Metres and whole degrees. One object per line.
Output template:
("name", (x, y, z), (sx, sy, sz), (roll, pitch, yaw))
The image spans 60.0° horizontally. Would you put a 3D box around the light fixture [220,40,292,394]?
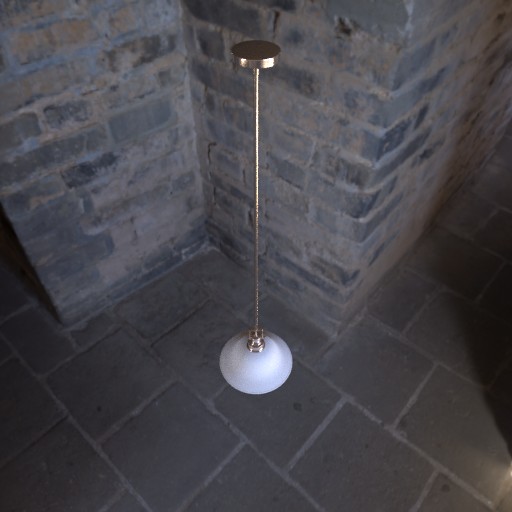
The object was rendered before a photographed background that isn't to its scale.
("light fixture", (0.000, 0.000, 1.492), (0.324, 1.354, 0.324), (-3, 47, -3))
